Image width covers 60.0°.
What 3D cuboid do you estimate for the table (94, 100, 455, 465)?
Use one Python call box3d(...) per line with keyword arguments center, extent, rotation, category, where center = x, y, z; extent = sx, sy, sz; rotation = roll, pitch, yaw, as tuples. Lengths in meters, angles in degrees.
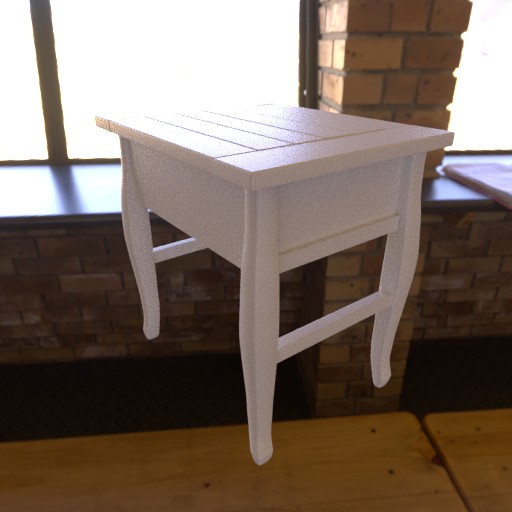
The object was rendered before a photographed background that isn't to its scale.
box3d(center=(0.000, 0.000, 1.030), extent=(0.463, 0.605, 0.599), rotation=(-18, 31, -33), category="table")
